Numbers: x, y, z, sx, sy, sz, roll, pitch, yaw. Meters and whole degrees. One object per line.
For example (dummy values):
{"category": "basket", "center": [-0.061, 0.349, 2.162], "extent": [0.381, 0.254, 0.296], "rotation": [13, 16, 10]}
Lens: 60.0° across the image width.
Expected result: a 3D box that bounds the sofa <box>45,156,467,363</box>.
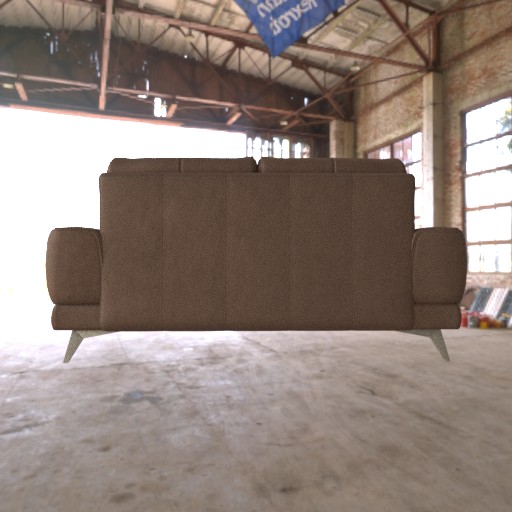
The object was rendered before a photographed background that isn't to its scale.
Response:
{"category": "sofa", "center": [0.000, 0.000, 2.341], "extent": [1.806, 0.907, 1.018], "rotation": [0, -1, -1]}
